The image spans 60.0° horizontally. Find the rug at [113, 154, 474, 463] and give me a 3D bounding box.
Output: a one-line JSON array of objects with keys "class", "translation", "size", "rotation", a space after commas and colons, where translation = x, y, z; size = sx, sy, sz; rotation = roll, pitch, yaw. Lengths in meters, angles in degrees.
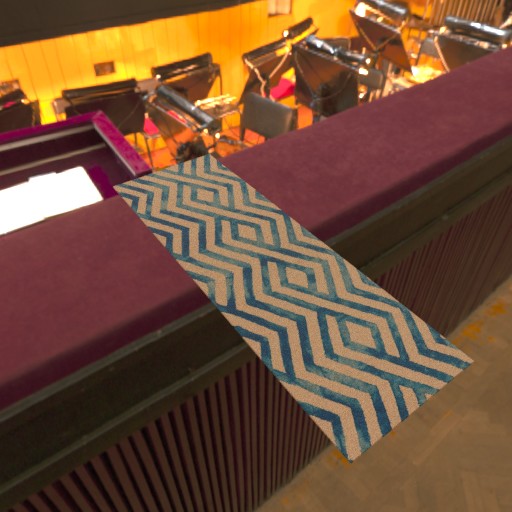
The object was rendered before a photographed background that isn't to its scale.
[{"class": "rug", "translation": [0.000, 0.000, 1.634], "size": [0.503, 0.007, 1.492], "rotation": [-26, 48, -26]}]
